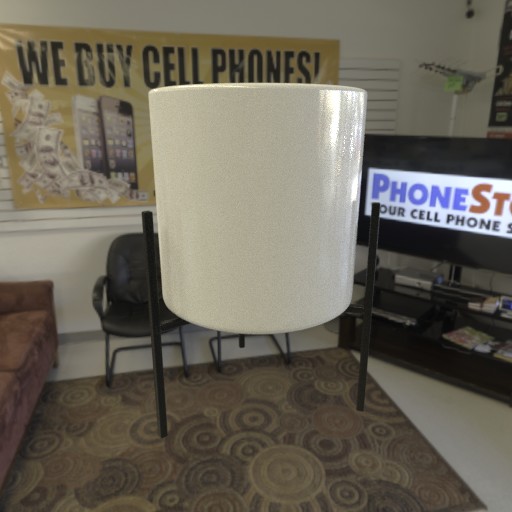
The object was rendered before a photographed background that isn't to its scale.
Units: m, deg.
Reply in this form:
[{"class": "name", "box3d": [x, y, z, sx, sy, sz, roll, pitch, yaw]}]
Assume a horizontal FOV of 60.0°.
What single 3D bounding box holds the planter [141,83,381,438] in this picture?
[{"class": "planter", "box3d": [0.000, 0.000, 0.513, 0.239, 0.356, 0.239, -3, 17, -9]}]
